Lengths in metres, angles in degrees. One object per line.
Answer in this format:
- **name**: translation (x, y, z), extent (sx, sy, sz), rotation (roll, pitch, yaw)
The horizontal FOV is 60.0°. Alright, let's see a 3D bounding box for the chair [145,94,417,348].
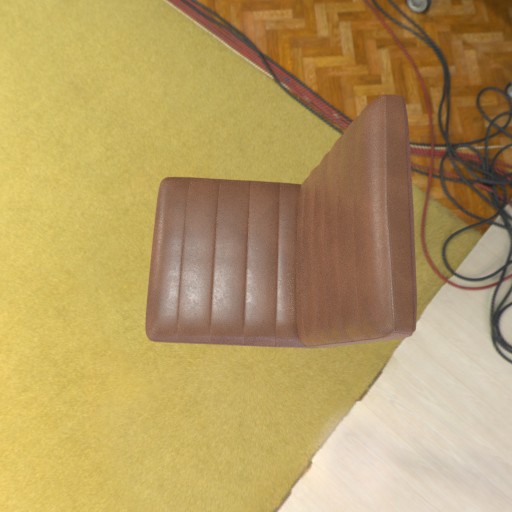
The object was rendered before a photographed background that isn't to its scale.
- **chair**: translation (0.000, 0.000, 1.314), extent (0.634, 0.930, 0.520), rotation (2, 76, 1)
